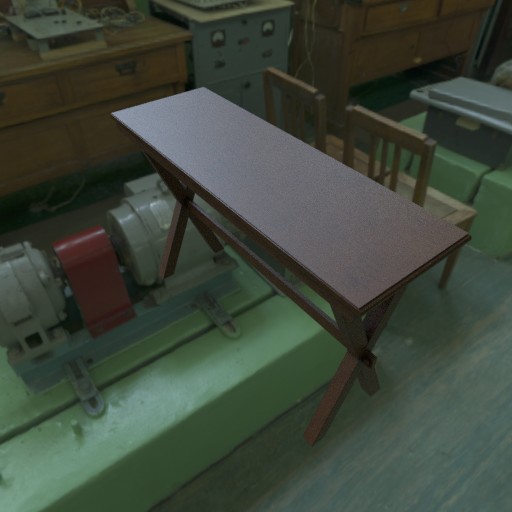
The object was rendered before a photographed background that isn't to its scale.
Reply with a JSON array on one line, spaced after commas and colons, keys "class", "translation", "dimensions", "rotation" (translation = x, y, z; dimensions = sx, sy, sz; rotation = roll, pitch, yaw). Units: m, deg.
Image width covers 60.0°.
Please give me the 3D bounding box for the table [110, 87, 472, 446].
[{"class": "table", "translation": [0.000, 0.000, 1.588], "dimensions": [0.399, 0.763, 1.197], "rotation": [-28, 49, -27]}]
